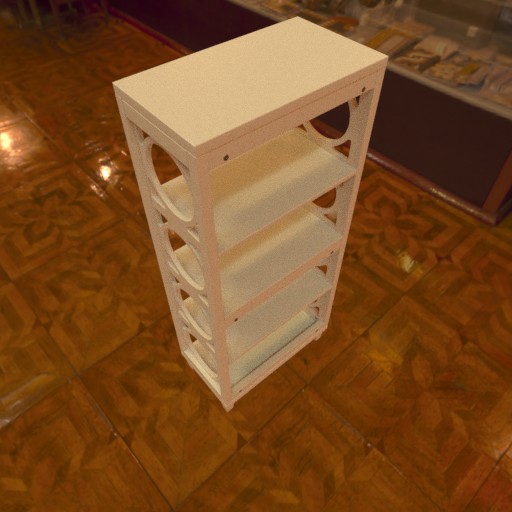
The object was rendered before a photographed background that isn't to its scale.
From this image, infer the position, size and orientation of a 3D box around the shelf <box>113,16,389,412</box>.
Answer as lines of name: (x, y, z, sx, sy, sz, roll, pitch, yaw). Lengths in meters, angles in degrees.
shelf: (0.000, 0.000, 1.628, 0.611, 1.411, 0.340, -33, 56, -25)
